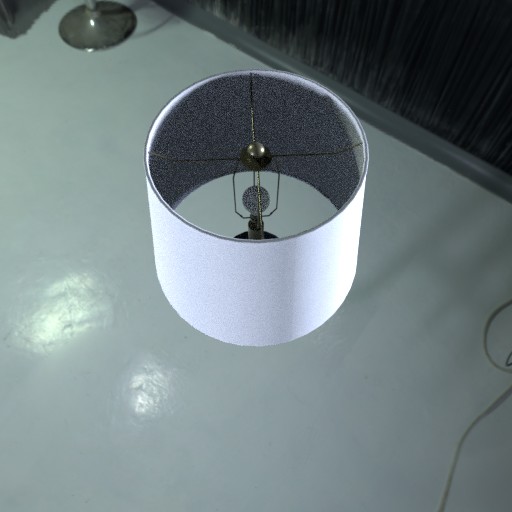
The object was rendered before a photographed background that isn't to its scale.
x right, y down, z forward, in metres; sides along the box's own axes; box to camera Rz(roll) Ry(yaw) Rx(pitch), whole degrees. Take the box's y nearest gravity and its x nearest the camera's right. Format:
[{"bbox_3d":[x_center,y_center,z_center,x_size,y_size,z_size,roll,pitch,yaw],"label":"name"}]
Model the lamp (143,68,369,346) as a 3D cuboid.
[{"bbox_3d":[0.000,0.000,0.548,0.239,0.399,0.239,0,62,0],"label":"lamp"}]
